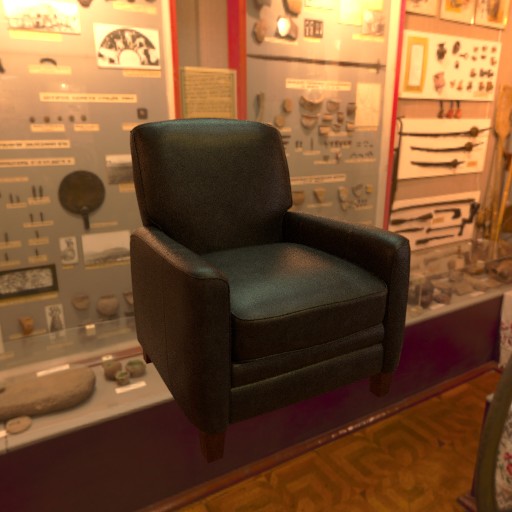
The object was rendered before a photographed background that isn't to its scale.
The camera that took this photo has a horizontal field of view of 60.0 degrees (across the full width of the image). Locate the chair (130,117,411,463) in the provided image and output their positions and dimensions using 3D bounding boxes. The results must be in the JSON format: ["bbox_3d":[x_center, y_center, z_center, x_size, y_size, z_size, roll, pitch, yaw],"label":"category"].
[{"bbox_3d":[0.000,0.000,1.682,0.848,1.014,0.864,-9,19,-28],"label":"chair"}]
